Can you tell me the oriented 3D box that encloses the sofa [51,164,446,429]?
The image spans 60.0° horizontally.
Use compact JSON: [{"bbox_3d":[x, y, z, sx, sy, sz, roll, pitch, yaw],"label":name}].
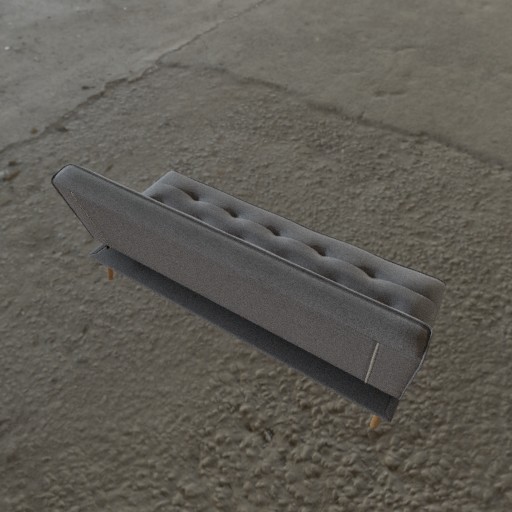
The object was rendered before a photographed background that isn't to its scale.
[{"bbox_3d":[0.000,0.000,2.289,1.820,0.830,0.810,25,52,21],"label":"sofa"}]
